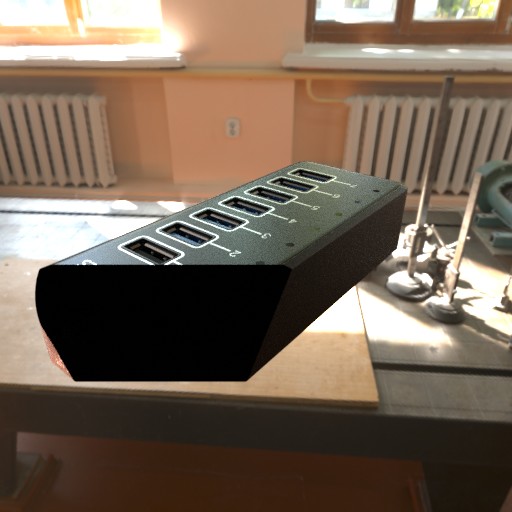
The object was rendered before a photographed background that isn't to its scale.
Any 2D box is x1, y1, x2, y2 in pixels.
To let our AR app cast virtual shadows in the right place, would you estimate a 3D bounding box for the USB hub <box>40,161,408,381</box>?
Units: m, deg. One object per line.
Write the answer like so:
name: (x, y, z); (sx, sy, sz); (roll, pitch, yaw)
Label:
USB hub: (0.000, 0.000, 0.127); (0.044, 0.023, 0.110); (22, 36, 34)
